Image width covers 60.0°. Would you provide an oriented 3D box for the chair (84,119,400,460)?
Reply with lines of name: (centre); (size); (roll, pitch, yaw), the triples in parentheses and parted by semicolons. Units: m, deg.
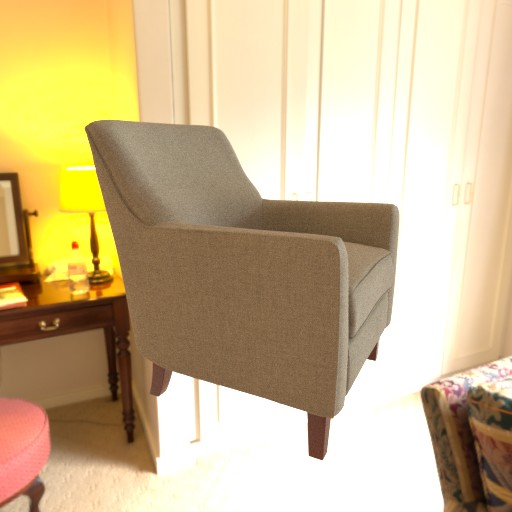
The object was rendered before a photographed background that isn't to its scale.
chair: (0.000, 0.000, 1.785); (0.993, 1.047, 0.887); (7, 16, 26)
